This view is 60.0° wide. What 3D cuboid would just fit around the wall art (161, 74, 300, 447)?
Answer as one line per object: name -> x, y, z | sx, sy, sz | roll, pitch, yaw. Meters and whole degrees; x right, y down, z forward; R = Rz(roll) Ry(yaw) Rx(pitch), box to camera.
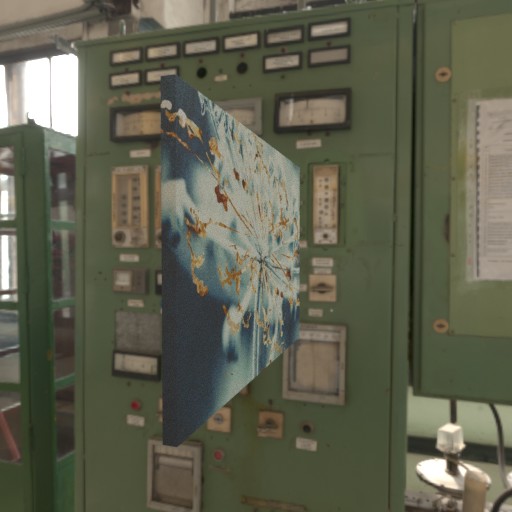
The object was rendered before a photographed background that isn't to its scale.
wall art -> 0.000, 0.000, 1.447 | 0.035, 0.759, 1.138 | 0, 2, 18
